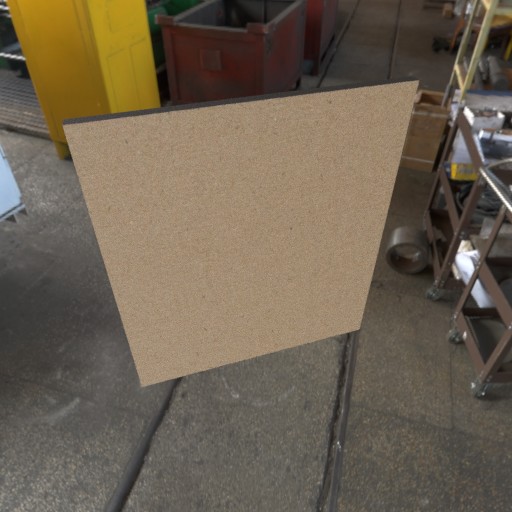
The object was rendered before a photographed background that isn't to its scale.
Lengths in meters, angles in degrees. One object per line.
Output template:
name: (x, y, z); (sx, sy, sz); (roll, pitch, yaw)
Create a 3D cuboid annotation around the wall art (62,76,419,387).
wall art: (0.000, 0.000, 1.195); (0.755, 0.863, 0.028); (-12, 43, -13)
